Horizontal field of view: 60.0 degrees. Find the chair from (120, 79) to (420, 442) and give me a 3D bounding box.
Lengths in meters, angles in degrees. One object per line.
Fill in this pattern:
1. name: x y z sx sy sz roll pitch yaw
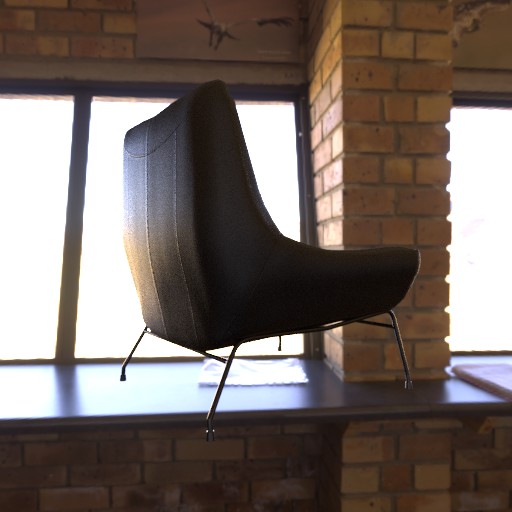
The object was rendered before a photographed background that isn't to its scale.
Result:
1. chair: 0.000 0.000 1.598 0.826 0.922 0.836 0 1 -36
